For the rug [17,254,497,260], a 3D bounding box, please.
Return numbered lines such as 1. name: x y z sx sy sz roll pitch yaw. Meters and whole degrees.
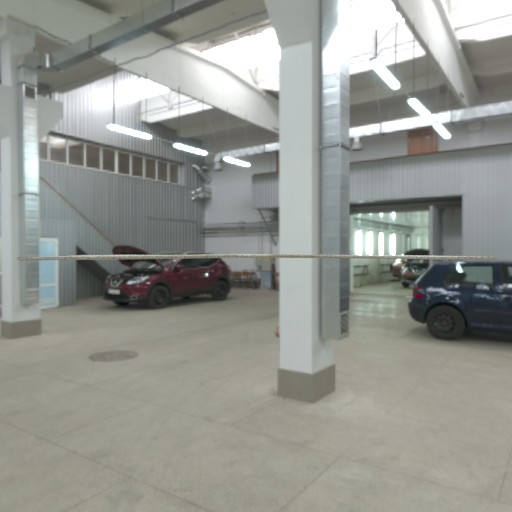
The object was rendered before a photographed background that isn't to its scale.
1. rug: 0.000 0.000 2.876 2.264 0.030 1.624 0 0 -1
